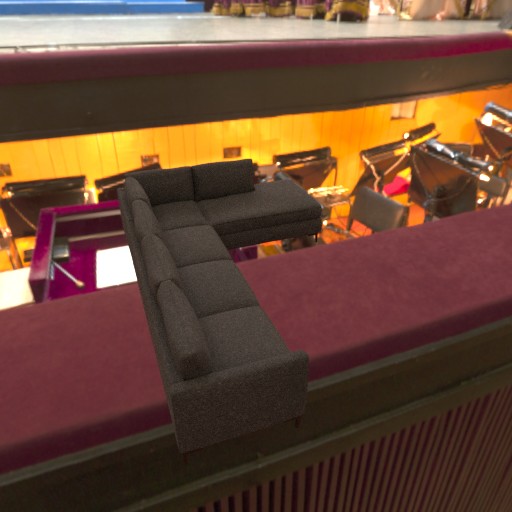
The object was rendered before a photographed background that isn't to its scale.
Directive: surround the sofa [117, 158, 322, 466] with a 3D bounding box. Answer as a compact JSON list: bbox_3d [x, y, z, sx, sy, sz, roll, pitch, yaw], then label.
[{"bbox_3d":[0.000,0.000,3.820,2.007,0.815,2.949,-11,33,-17],"label":"sofa"}]
